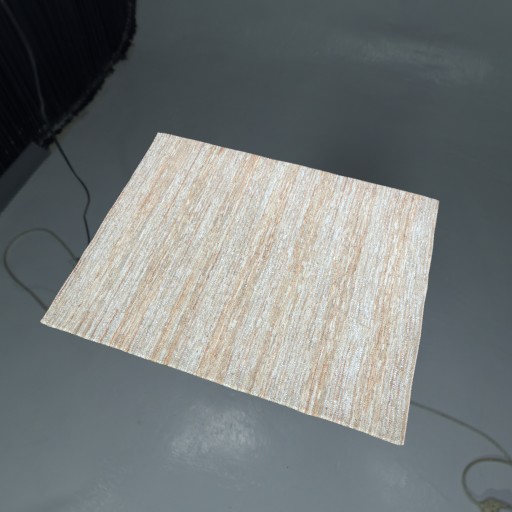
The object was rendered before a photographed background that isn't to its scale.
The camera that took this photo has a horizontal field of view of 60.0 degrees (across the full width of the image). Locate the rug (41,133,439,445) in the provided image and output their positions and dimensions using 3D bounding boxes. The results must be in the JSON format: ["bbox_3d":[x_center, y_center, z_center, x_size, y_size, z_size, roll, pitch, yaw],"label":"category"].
[{"bbox_3d":[0.000,0.000,3.898,2.939,0.009,2.313,16,60,9],"label":"rug"}]
